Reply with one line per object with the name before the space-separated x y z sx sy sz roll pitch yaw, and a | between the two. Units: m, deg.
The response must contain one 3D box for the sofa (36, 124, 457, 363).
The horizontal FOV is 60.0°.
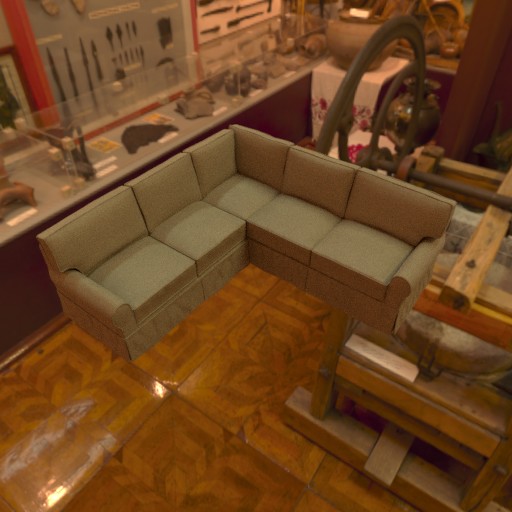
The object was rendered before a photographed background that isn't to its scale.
sofa | 0.000 0.000 4.019 2.623 1.081 2.618 27 48 27
